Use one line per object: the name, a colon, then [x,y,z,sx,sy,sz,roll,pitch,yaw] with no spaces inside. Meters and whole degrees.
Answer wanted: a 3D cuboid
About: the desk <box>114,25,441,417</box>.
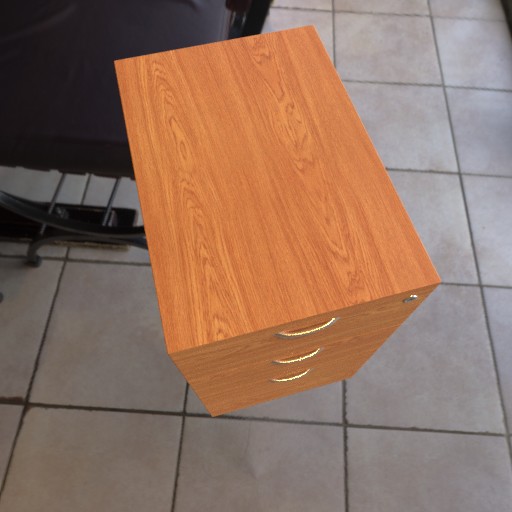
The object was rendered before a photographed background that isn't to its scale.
desk: [0.000,0.000,1.072,0.404,0.730,0.600,-14,64,-7]
